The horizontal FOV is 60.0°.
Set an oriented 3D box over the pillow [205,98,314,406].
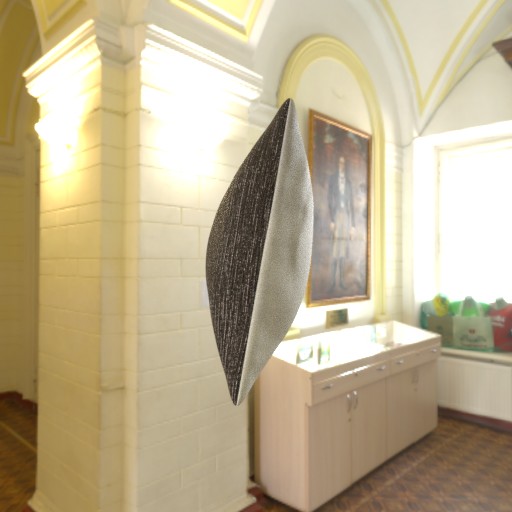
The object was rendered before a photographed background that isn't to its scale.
[{"bbox_3d":[0.000,0.000,0.738,0.156,0.305,0.608,0,-1,-1],"label":"pillow"}]
